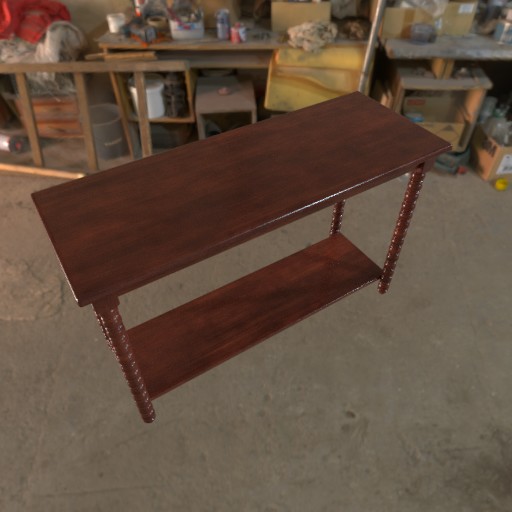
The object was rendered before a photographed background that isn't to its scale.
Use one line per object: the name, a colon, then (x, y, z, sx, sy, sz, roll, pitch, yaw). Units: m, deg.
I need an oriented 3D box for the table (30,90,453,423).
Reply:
table: (0.000, 0.000, 1.559, 1.184, 0.740, 0.459, -24, 50, -22)
